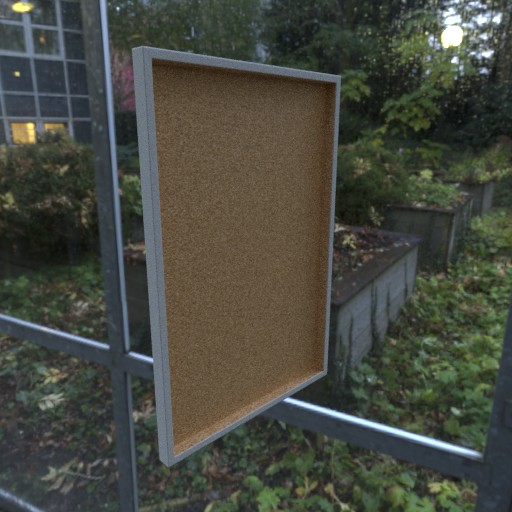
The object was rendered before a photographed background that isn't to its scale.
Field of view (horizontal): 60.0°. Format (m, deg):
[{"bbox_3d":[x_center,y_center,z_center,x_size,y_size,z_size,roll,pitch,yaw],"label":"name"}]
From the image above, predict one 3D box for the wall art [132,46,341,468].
[{"bbox_3d":[0.000,0.000,1.144,0.610,0.914,0.038,-14,21,-42],"label":"wall art"}]
